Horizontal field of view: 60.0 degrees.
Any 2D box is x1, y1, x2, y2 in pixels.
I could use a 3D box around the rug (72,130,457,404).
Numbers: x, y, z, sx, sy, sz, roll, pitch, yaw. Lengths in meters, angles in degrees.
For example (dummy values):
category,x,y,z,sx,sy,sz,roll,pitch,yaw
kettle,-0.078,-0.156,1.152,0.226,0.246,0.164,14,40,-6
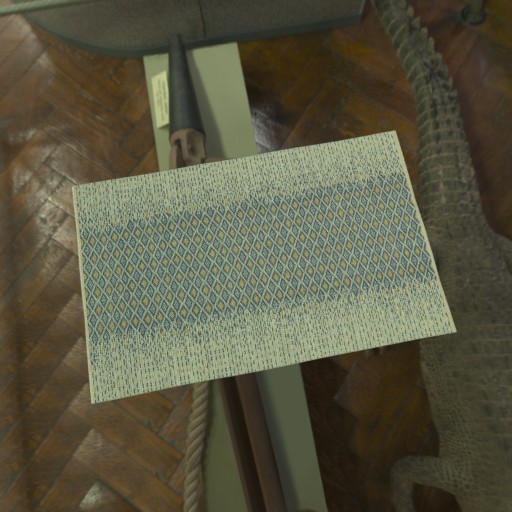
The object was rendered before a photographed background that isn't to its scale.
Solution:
category,x,y,z,sx,sy,sz,roll,pitch,yaw
rug,0.000,0.000,3.106,2.448,0.008,1.541,-10,75,-3
